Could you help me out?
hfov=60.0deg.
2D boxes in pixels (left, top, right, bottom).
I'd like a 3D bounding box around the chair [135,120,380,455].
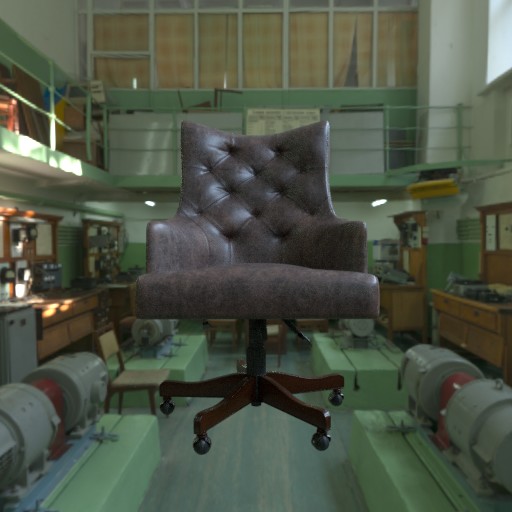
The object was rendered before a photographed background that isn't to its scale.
[{"bbox_3d":[0.000,0.000,1.491,0.641,1.035,0.762,0,2,-1],"label":"chair"}]
